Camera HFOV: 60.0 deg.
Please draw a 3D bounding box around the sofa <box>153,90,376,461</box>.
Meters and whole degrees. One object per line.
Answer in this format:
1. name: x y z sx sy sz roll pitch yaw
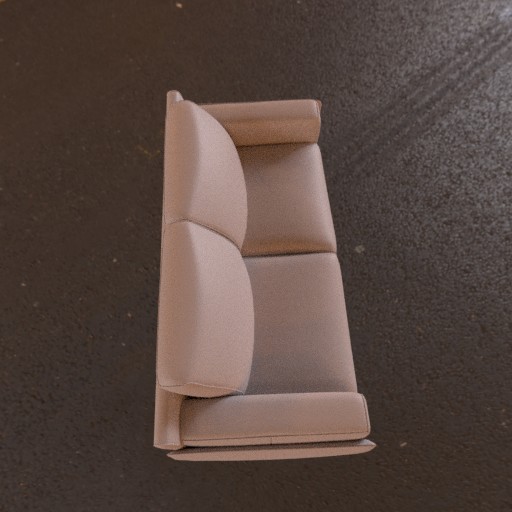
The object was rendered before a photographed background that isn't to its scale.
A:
1. sofa: 0.000 0.000 2.508 1.049 0.930 2.101 -3 64 -1
